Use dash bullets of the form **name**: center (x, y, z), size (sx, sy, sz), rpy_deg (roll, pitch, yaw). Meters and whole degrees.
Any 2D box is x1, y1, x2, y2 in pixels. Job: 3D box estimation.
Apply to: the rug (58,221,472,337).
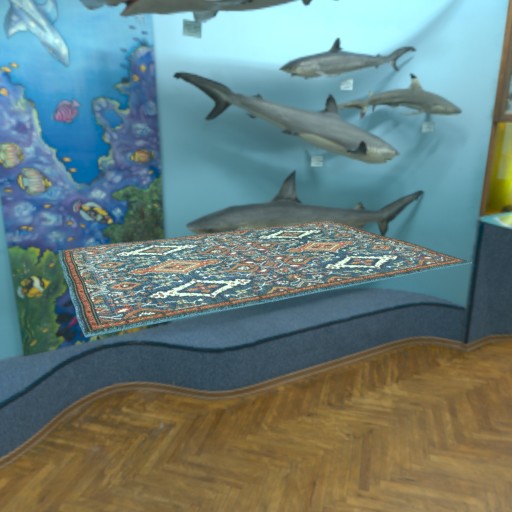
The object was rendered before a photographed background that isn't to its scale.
- **rug**: center (0.000, 0.000, 2.324), size (1.847, 0.014, 1.195), rpy_deg (-8, 18, -26)
